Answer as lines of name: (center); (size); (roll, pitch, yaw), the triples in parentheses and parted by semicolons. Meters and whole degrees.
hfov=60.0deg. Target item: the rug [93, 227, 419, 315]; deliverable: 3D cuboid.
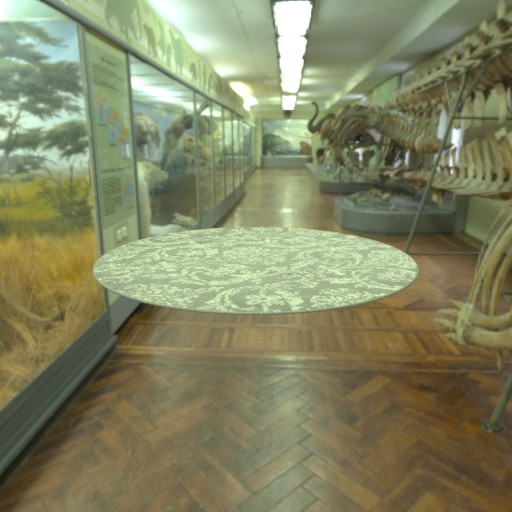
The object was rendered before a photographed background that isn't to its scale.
rug: (0.000, 0.000, 2.295); (1.593, 0.012, 1.593); (0, 14, 0)
